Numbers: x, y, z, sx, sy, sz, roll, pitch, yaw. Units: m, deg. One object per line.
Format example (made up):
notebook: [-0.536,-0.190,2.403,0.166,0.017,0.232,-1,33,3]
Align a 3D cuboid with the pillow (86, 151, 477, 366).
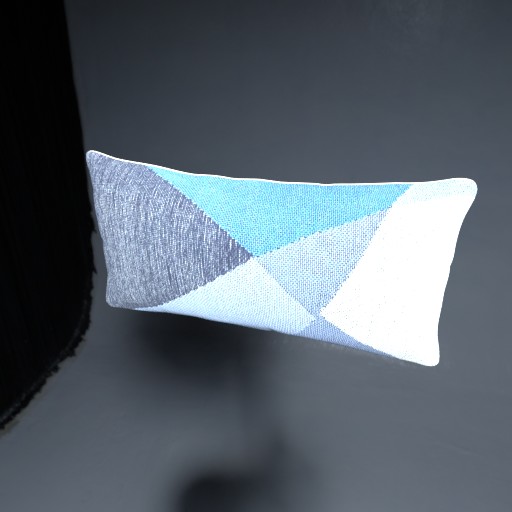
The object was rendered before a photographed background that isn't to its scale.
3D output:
pillow: [0.000,0.000,0.717,0.604,0.307,0.148,8,28,15]
